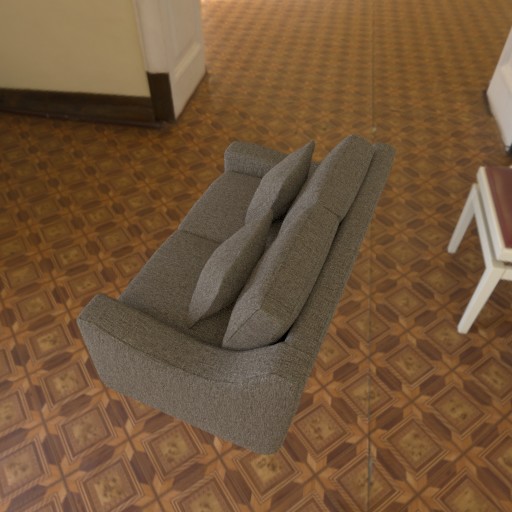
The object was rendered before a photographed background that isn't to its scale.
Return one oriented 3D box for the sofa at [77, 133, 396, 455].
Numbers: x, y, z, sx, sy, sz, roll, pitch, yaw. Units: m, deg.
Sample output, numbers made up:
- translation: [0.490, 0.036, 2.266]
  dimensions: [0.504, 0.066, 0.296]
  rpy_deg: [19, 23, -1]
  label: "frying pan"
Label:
- translation: [0.000, 0.000, 2.519]
  dimensions: [1.120, 0.991, 1.778]
  rpy_deg: [17, 48, 17]
  label: "sofa"
